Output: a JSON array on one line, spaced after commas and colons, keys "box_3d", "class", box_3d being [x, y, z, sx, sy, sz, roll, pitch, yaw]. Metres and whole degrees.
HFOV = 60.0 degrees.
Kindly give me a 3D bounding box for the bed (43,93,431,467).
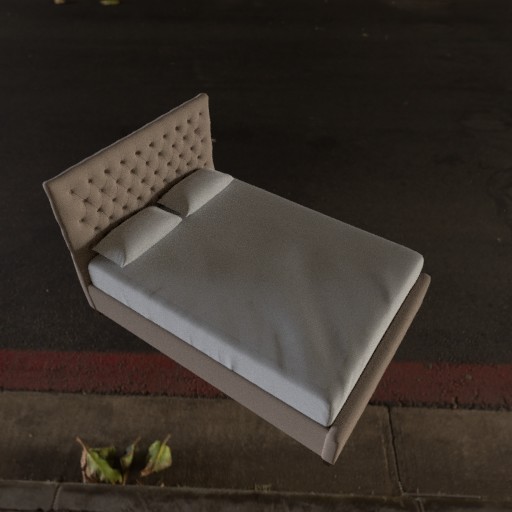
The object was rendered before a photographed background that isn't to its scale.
[{"box_3d": [0.000, 0.000, 3.466, 2.387, 1.427, 1.698, 26, 50, 24], "class": "bed"}]
